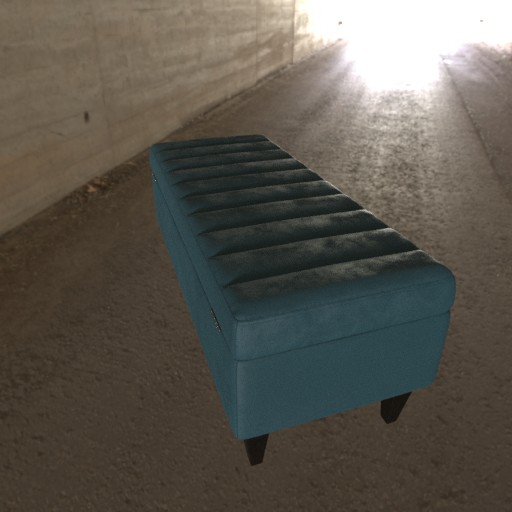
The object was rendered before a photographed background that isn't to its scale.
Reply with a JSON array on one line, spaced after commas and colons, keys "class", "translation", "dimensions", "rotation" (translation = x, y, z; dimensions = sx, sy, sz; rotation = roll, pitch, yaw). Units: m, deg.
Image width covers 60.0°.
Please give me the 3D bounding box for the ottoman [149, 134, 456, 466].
[{"class": "ottoman", "translation": [0.000, 0.000, 1.378], "dimensions": [0.482, 0.469, 1.151], "rotation": [-10, 31, -16]}]
